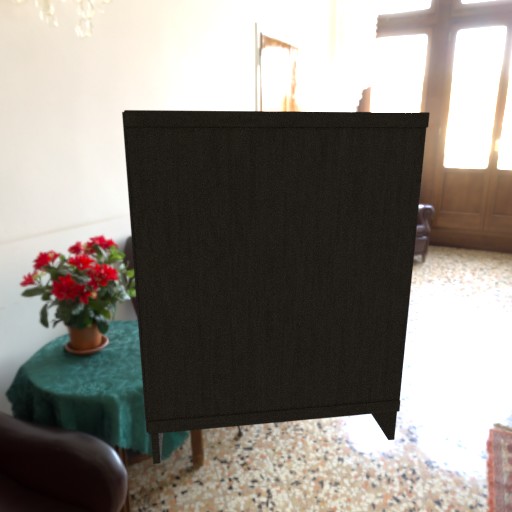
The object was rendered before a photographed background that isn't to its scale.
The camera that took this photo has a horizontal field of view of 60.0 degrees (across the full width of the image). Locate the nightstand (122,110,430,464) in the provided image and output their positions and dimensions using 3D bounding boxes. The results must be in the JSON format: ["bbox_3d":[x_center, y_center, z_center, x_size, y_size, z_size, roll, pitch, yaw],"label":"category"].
[{"bbox_3d":[0.000,0.000,0.753,0.347,0.448,0.427,-2,15,-8],"label":"nightstand"}]
